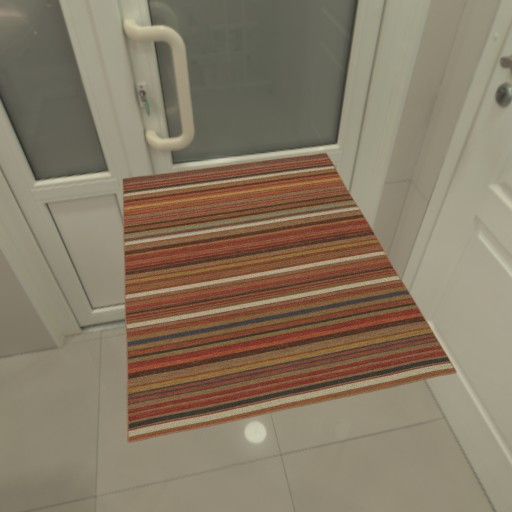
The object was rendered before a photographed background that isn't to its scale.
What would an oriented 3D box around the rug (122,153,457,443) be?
[{"bbox_3d":[0.000,0.000,4.235,2.479,0.023,3.092,-9,47,-9],"label":"rug"}]
